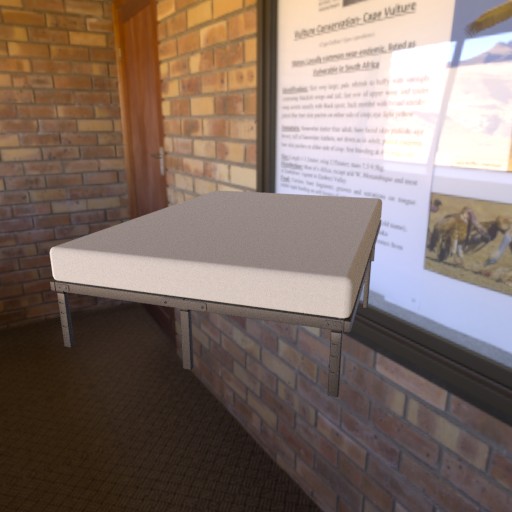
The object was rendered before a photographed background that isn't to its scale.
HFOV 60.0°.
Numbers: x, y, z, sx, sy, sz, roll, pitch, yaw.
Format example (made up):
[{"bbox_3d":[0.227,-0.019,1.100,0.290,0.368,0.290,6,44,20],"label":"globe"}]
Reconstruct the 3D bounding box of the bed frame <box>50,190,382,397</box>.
[{"bbox_3d":[0.000,0.000,3.761,2.205,0.680,2.842,8,18,25],"label":"bed frame"}]
